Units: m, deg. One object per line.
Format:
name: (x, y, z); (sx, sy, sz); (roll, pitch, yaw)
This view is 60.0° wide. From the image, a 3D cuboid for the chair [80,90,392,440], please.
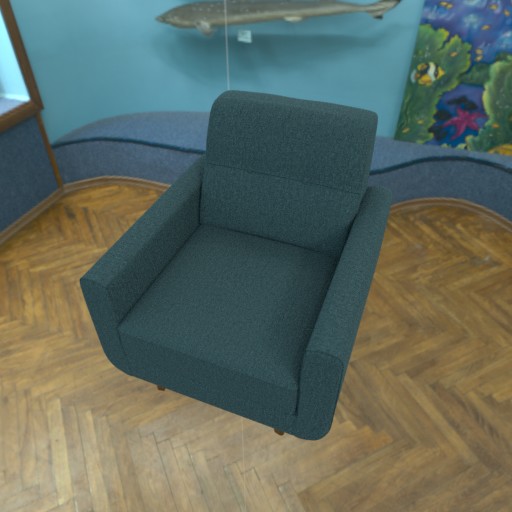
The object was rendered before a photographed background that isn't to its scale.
chair: (0.000, 0.000, 1.721); (0.880, 0.940, 0.964); (15, 43, 16)
